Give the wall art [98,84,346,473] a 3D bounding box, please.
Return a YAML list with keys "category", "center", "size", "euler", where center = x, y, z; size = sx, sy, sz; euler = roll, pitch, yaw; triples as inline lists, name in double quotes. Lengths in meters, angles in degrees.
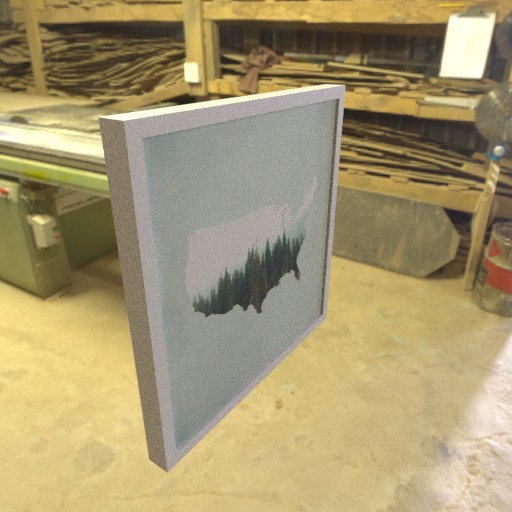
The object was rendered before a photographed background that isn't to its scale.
- category: "wall art"
  center: [0.000, 0.000, 0.748]
  size: [0.040, 0.509, 0.509]
  euler: [17, 31, 32]
